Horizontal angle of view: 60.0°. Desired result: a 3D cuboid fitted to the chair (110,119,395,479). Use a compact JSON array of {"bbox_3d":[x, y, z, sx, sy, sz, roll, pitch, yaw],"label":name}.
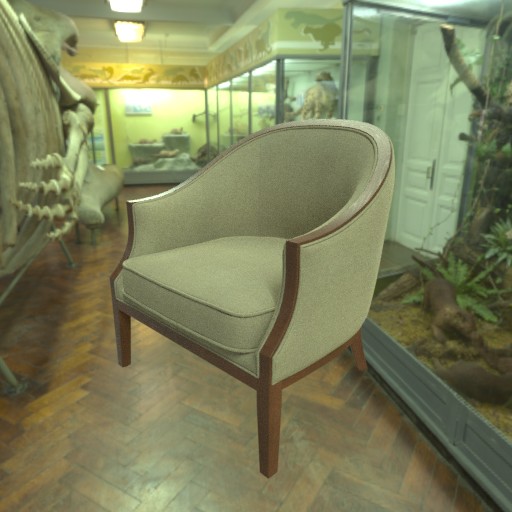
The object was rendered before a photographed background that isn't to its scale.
[{"bbox_3d":[0.000,0.000,1.478,0.735,0.876,0.803,-16,23,-42],"label":"chair"}]
